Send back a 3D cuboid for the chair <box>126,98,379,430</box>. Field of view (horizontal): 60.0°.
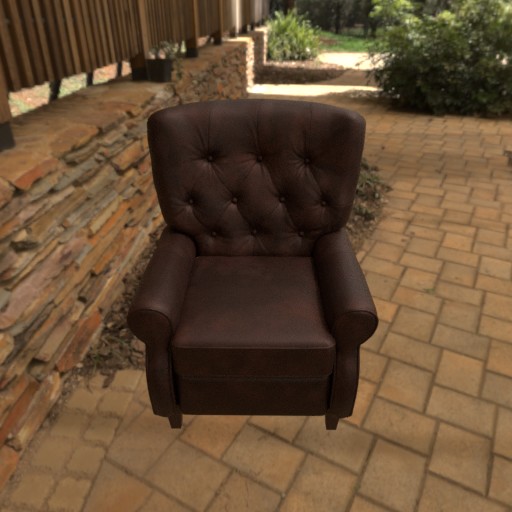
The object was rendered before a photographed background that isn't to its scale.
[{"bbox_3d":[0.000,0.000,1.920,0.948,1.158,1.058,0,30,1],"label":"chair"}]
